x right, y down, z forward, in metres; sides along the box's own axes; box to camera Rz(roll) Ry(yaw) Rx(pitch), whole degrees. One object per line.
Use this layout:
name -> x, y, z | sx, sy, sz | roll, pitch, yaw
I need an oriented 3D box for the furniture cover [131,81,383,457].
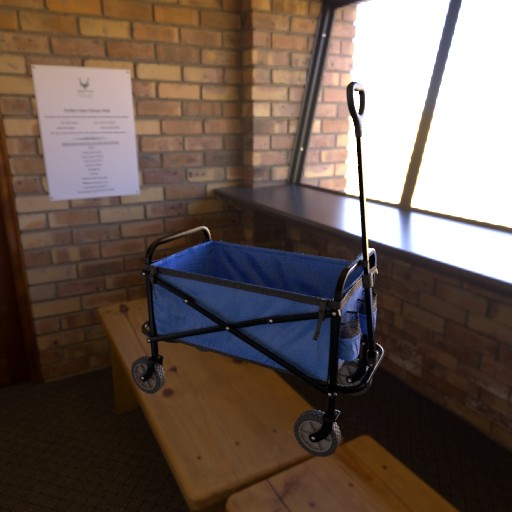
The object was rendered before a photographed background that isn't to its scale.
furniture cover -> 0.000, 0.000, 1.800 | 1.038, 1.295, 0.532 | 9, 19, 27
